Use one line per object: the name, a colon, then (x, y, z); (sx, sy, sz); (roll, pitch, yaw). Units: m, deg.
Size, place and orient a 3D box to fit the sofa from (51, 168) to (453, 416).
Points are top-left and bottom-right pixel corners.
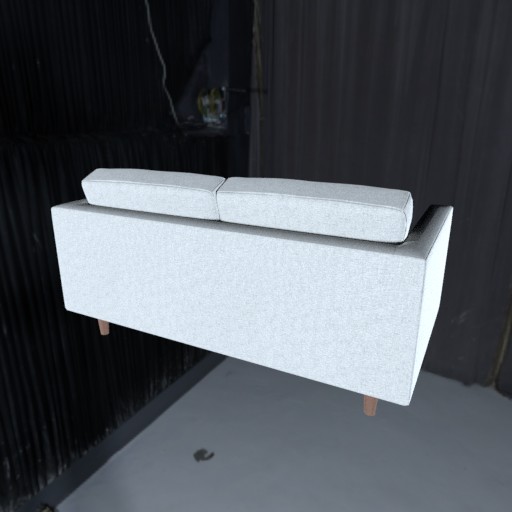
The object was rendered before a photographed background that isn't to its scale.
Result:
sofa: (0.000, 0.000, 2.266); (1.731, 0.900, 1.000); (9, 20, 26)
